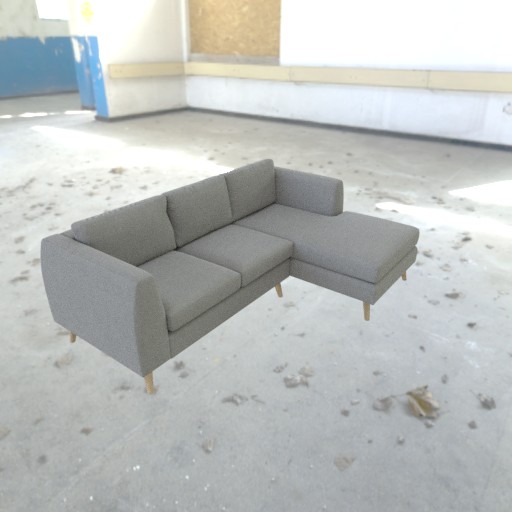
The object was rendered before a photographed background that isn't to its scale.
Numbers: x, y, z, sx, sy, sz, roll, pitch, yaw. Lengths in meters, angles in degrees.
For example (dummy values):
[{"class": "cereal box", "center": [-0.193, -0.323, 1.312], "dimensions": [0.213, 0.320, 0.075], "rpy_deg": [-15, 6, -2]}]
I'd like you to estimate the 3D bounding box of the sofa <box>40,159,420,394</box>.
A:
[{"class": "sofa", "center": [0.000, 0.000, 3.147], "dimensions": [1.580, 0.860, 2.300], "rpy_deg": [19, 32, 33]}]
